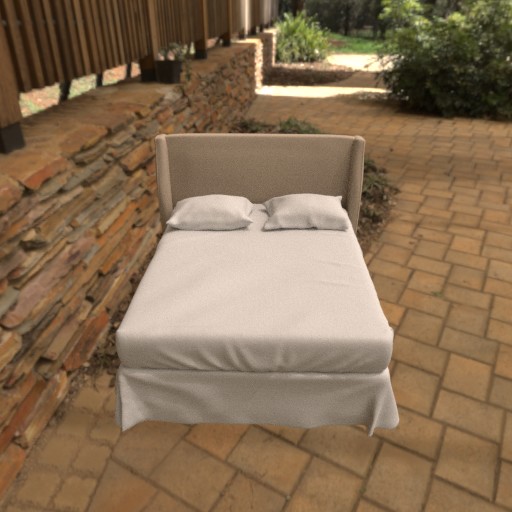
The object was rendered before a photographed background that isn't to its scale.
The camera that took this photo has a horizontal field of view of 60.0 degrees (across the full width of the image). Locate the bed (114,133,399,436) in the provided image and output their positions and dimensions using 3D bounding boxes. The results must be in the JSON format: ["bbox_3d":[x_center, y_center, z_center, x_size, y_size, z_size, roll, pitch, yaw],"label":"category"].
[{"bbox_3d":[0.000,0.000,3.443,1.925,1.332,2.276,1,30,1],"label":"bed"}]
